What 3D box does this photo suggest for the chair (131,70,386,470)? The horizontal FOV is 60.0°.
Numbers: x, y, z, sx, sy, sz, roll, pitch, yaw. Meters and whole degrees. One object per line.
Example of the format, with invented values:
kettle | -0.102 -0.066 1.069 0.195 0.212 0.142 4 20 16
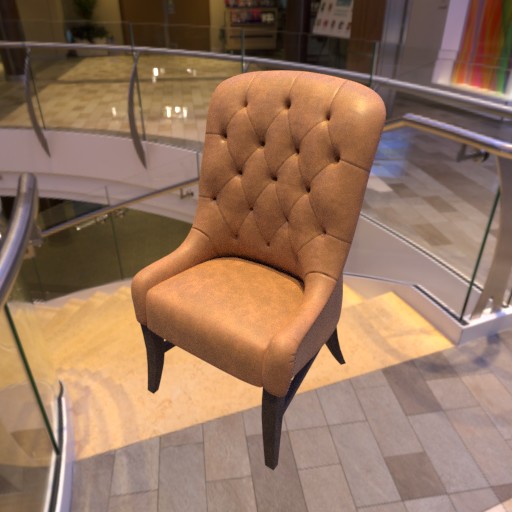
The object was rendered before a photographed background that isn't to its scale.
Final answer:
chair | 0.000 0.000 1.491 0.634 1.091 0.629 20 36 30
